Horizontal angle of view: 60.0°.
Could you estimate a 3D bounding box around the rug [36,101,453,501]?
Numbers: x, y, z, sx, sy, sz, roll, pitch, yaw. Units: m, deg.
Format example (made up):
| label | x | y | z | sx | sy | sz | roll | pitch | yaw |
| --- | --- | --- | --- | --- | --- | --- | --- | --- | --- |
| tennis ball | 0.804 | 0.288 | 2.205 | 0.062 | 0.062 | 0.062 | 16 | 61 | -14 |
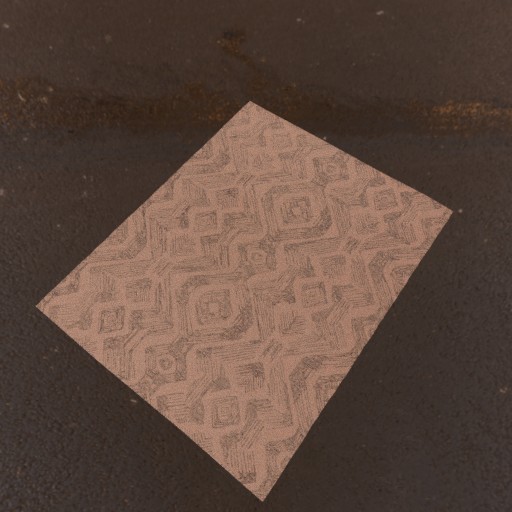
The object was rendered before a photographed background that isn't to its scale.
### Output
| label | x | y | z | sx | sy | sz | roll | pitch | yaw |
| --- | --- | --- | --- | --- | --- | --- | --- | --- | --- |
| rug | 0.000 | 0.000 | 4.010 | 2.430 | 0.030 | 3.054 | 34 | 68 | 16 |
